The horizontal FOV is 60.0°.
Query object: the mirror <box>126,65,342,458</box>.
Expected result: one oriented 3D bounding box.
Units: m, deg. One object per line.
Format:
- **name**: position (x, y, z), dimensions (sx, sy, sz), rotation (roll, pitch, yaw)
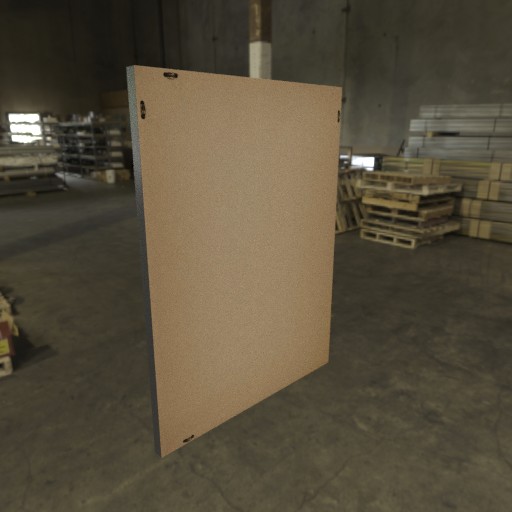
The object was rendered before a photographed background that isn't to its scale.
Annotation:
- **mirror**: position (0.000, 0.000, 1.363), dimensions (0.762, 1.016, 0.040), rotation (-15, 22, -42)
